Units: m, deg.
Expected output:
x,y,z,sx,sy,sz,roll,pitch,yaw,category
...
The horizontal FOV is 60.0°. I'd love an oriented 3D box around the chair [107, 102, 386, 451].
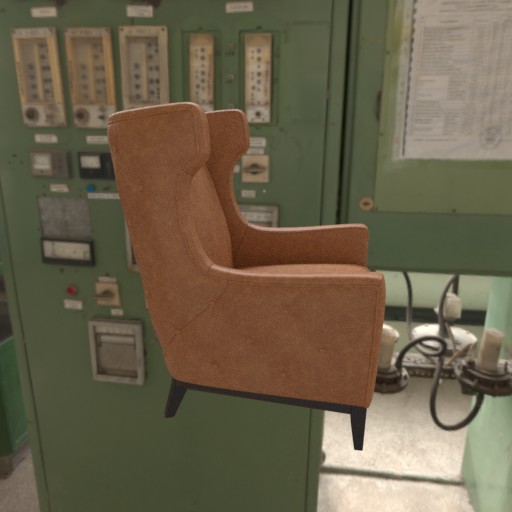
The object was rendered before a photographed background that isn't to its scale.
x,y,z,sx,sy,sz,roll,pitch,yaw,category
0.000,0.000,1.682,0.899,1.079,0.766,3,17,9,chair
